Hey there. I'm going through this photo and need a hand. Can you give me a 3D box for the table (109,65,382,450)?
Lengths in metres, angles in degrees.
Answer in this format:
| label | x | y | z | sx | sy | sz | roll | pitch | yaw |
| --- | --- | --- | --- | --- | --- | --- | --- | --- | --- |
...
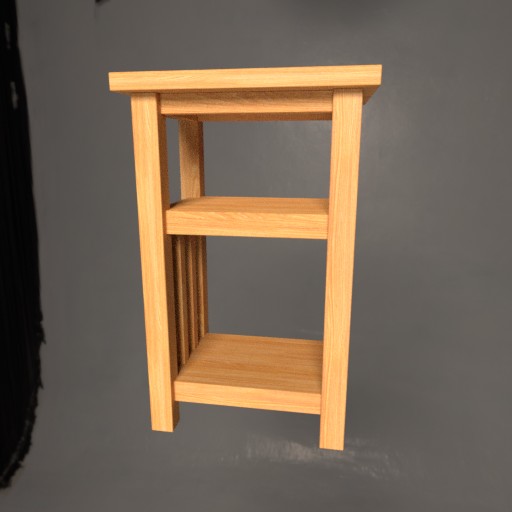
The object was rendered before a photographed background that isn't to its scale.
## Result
| label | x | y | z | sx | sy | sz | roll | pitch | yaw |
| --- | --- | --- | --- | --- | --- | --- | --- | --- | --- |
| table | 0.000 | 0.000 | 0.751 | 0.350 | 0.550 | 0.270 | 2 | 14 | 9 |
